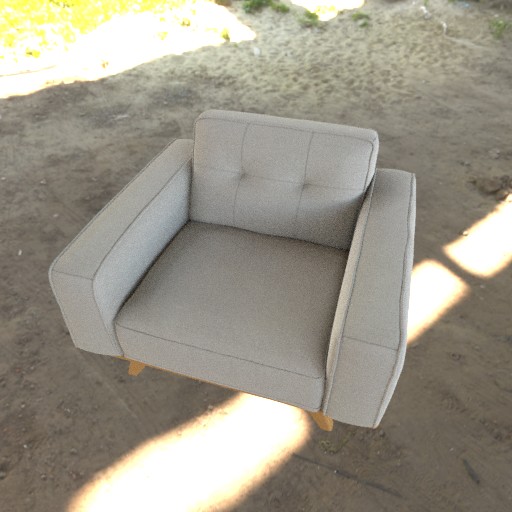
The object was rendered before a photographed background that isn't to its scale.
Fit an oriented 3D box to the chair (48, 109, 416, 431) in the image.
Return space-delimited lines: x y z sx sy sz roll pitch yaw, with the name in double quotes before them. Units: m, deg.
"chair" 0.000 0.000 1.693 1.115 0.779 0.953 12 42 13
